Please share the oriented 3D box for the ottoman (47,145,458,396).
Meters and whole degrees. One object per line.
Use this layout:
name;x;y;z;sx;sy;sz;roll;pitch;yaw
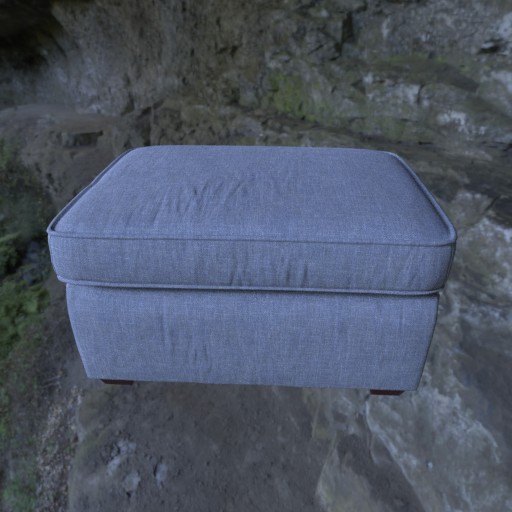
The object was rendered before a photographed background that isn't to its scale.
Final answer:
ottoman;0.000;0.000;1.092;0.762;0.457;0.559;1;30;3
